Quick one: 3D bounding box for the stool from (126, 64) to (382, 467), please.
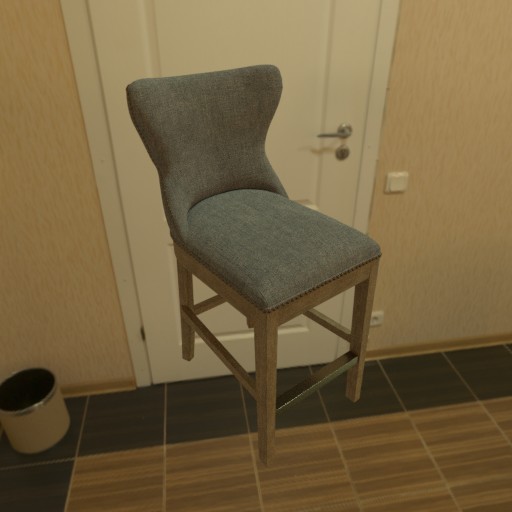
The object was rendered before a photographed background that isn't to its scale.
[{"bbox_3d":[0.000,0.000,1.325,0.498,0.981,0.608,-22,38,-32],"label":"stool"}]
